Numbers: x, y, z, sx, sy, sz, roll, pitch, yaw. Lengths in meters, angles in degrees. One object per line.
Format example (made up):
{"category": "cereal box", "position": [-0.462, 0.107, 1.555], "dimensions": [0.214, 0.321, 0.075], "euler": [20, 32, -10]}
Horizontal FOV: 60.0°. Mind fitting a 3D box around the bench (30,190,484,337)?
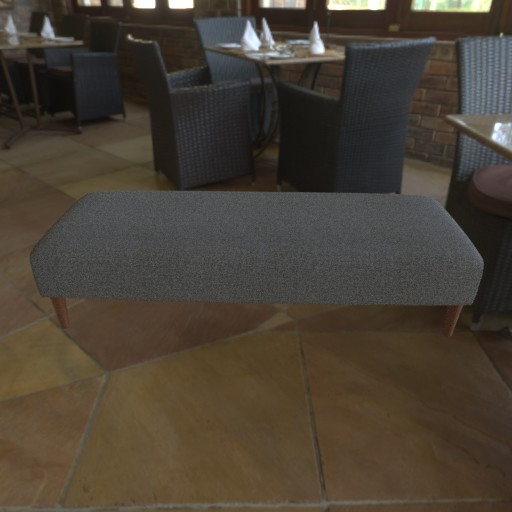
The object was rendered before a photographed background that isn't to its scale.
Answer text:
{"category": "bench", "position": [0.000, 0.000, 1.867], "dimensions": [1.598, 0.384, 0.631], "euler": [1, 30, 2]}
